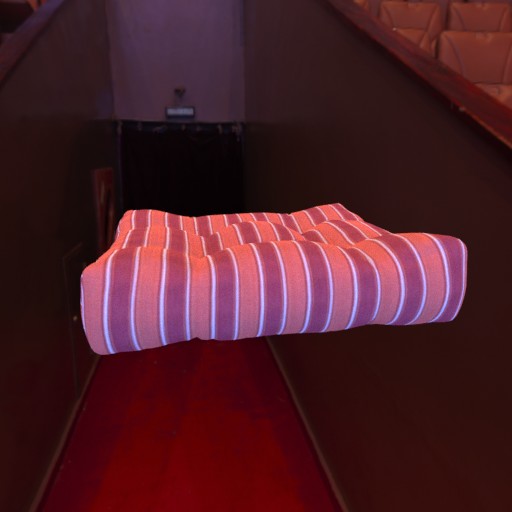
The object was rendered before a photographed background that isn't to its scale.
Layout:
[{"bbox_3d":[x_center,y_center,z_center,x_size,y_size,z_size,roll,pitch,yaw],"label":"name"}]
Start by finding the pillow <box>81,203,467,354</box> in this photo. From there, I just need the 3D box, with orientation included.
[{"bbox_3d":[0.000,0.000,0.748,0.490,0.133,0.468,-3,14,-10],"label":"pillow"}]
